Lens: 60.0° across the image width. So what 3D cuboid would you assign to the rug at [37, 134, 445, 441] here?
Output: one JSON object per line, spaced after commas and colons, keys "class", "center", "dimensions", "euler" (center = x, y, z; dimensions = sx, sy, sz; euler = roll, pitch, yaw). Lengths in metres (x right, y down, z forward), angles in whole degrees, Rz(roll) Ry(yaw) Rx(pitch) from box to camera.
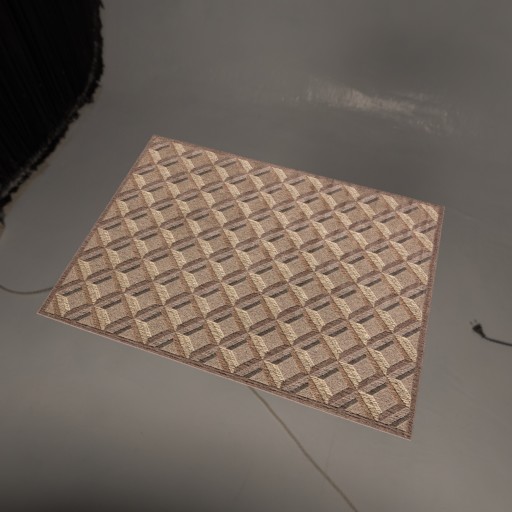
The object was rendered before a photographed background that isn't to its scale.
{"class": "rug", "center": [0.000, 0.000, 4.234], "dimensions": [3.294, 0.018, 2.382], "euler": [16, 59, 10]}
